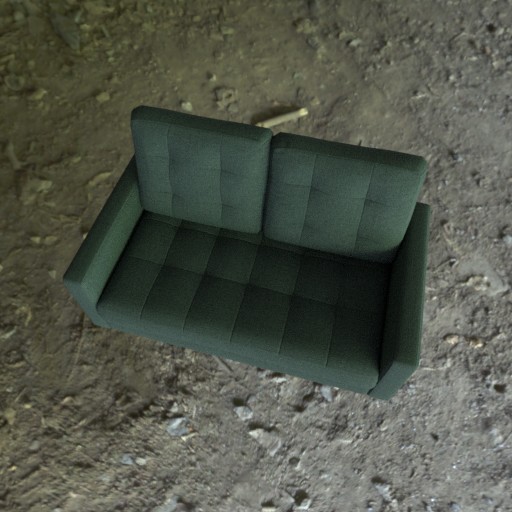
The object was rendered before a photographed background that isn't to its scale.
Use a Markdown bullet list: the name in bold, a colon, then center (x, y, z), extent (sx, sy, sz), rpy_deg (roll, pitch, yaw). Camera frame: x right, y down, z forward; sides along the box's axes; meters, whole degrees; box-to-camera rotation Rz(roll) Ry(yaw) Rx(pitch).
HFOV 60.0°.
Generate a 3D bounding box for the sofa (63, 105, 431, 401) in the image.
- **sofa**: center (0.000, 0.000, 1.957), extent (1.407, 0.907, 0.842), rpy_deg (13, 58, 8)
